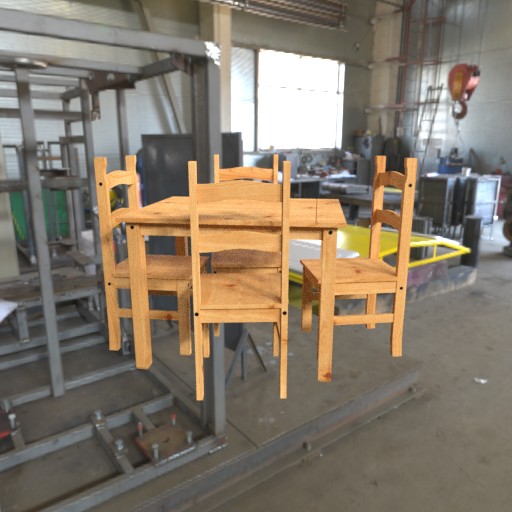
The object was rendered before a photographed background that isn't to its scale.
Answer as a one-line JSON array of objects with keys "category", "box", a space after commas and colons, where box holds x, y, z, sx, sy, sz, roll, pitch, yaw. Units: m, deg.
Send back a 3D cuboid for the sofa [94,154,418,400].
[{"category": "sofa", "box": [0.000, 0.000, 2.298, 1.529, 1.000, 1.144, 2, 14, 8]}]
